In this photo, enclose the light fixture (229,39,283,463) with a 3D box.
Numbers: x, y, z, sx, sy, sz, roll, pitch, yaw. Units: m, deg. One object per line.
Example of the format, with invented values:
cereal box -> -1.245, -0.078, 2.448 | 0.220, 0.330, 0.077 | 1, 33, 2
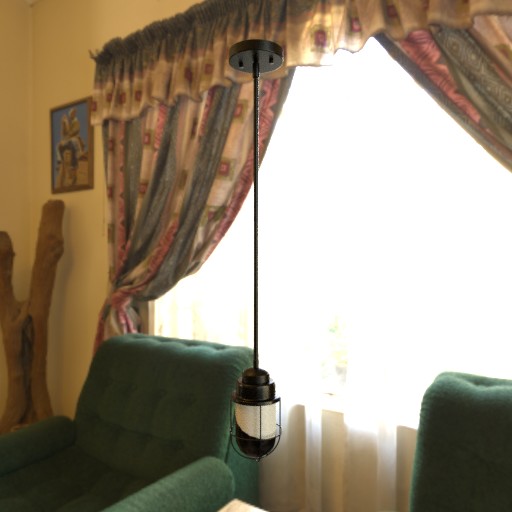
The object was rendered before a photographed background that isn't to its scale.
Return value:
light fixture -> 0.000, 0.000, 1.001 | 0.123, 0.920, 0.123 | 0, 0, 17
